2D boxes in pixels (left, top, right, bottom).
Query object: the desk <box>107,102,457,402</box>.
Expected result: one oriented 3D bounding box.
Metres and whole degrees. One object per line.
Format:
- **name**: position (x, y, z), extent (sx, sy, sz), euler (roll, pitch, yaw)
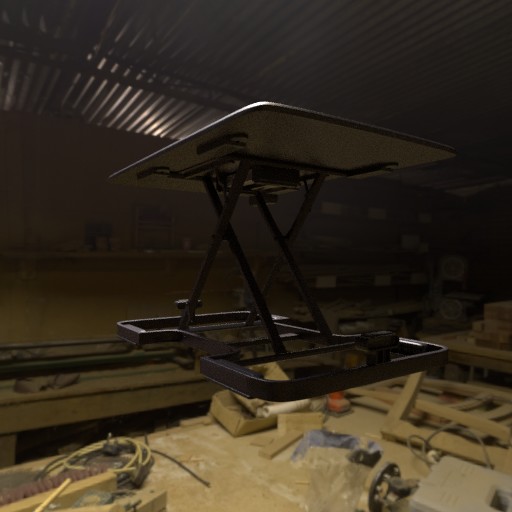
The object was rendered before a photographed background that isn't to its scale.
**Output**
- **desk**: position (0.000, 0.000, 1.144), extent (0.546, 0.470, 0.820), euler (0, 0, -35)
